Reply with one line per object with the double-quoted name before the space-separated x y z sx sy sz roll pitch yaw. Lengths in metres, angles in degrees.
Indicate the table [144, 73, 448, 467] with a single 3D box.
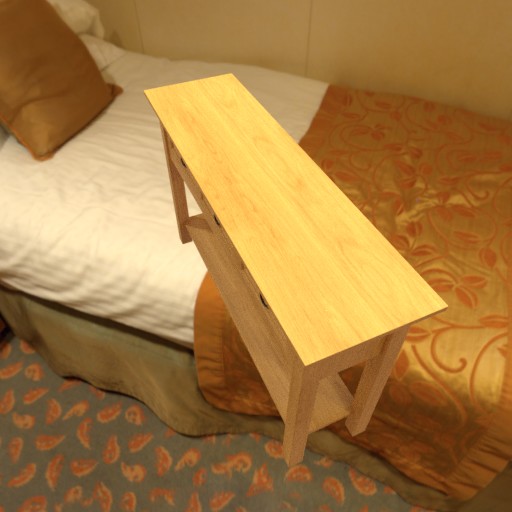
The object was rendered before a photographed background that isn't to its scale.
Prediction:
"table" 0.000 0.000 1.554 0.350 0.730 1.240 -18 49 -16
